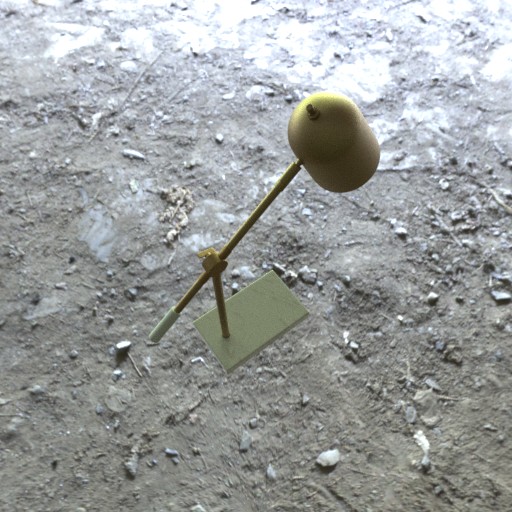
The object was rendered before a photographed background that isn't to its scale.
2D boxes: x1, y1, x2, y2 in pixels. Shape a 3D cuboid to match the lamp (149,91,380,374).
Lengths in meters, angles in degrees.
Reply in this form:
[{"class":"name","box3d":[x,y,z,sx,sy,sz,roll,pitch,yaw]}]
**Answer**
[{"class":"lamp","box3d":[0.000,0.000,0.816,0.471,0.603,0.144,-32,65,-18]}]
